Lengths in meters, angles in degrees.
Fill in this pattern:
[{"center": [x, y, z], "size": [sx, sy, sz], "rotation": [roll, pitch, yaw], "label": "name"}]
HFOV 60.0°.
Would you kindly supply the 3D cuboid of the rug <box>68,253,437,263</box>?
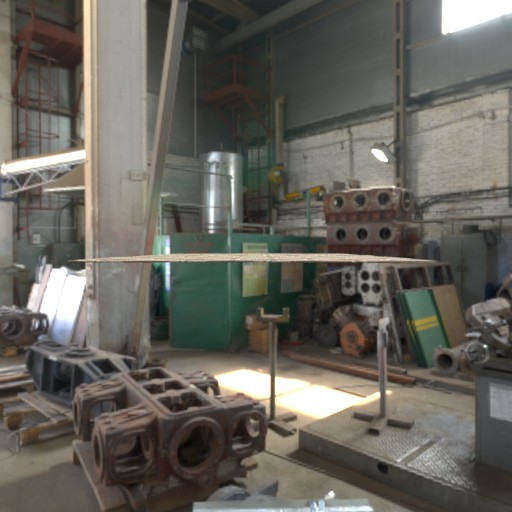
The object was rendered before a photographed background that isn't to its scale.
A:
[{"center": [0.000, 0.000, 2.218], "size": [1.142, 0.010, 1.748], "rotation": [0, 1, 1], "label": "rug"}]
